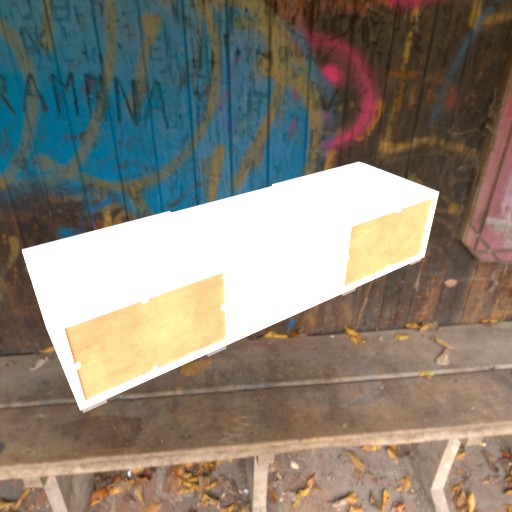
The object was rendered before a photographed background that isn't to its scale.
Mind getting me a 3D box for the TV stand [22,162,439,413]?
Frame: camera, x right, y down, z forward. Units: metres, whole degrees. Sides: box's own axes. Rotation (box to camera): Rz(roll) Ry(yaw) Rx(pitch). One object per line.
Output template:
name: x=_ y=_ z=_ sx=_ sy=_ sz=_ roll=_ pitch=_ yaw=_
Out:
TV stand: x=0.000 y=0.000 z=1.583 sx=1.400 sy=0.310 sz=0.420 roll=-19 pitch=36 yaw=-29
